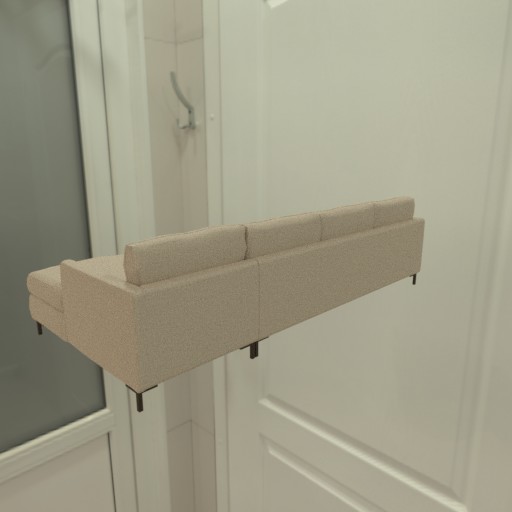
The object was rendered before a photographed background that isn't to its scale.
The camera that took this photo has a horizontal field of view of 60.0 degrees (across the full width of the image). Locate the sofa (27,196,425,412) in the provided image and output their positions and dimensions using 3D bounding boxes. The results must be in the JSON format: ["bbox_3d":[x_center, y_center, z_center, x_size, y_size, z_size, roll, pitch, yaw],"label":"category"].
[{"bbox_3d":[0.000,0.000,3.183,2.731,0.755,1.258,-14,19,-43],"label":"sofa"}]
